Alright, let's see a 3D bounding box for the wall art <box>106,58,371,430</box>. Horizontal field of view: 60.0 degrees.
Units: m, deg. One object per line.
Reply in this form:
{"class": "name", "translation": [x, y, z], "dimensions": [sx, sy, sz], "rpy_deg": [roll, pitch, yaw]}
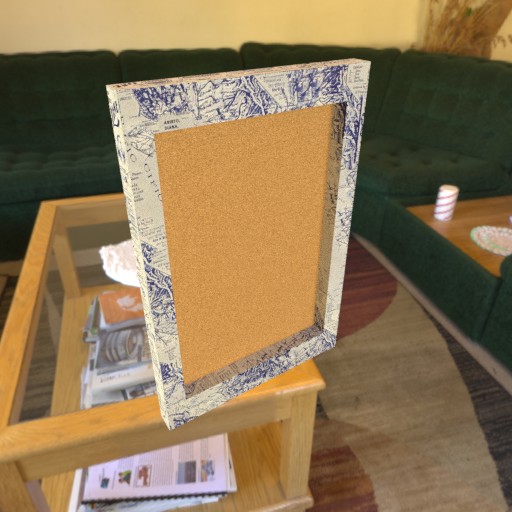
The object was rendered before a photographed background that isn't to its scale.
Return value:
{"class": "wall art", "translation": [0.000, 0.000, 0.772], "dimensions": [0.408, 0.601, 0.040], "rpy_deg": [-19, 36, -28]}
